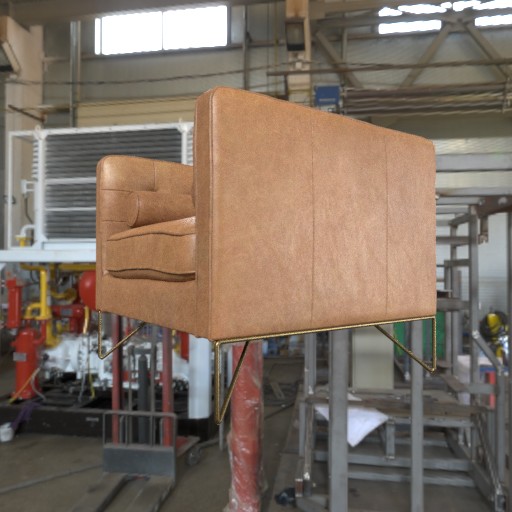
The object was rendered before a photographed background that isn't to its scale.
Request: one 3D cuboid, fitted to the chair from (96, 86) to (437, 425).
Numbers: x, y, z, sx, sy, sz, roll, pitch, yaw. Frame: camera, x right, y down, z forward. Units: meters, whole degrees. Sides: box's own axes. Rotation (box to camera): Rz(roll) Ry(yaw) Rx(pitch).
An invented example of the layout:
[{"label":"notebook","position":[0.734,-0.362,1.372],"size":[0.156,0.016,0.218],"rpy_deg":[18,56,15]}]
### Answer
[{"label":"chair","position":[0.000,0.000,1.620],"size":[0.912,0.797,0.920],"rpy_deg":[1,-2,-36]}]
